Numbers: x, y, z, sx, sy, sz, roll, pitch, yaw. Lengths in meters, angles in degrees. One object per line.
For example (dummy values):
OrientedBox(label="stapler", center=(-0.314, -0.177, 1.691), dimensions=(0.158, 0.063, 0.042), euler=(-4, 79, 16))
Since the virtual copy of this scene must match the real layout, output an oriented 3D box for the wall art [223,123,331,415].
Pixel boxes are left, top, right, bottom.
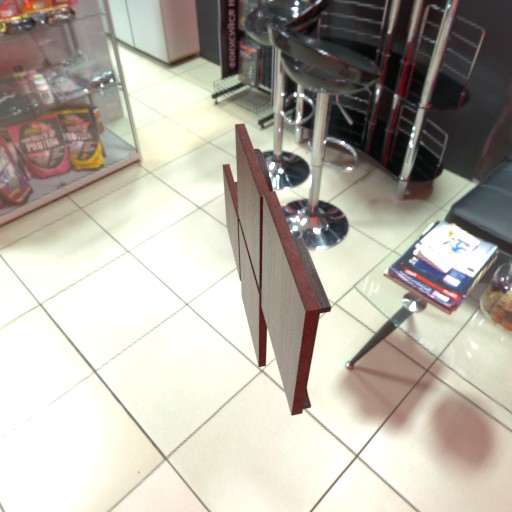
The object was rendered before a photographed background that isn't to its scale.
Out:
OrientedBox(label="wall art", center=(0.000, 0.000, 0.853), dimensions=(0.030, 0.497, 0.635), euler=(-9, 47, -8))
